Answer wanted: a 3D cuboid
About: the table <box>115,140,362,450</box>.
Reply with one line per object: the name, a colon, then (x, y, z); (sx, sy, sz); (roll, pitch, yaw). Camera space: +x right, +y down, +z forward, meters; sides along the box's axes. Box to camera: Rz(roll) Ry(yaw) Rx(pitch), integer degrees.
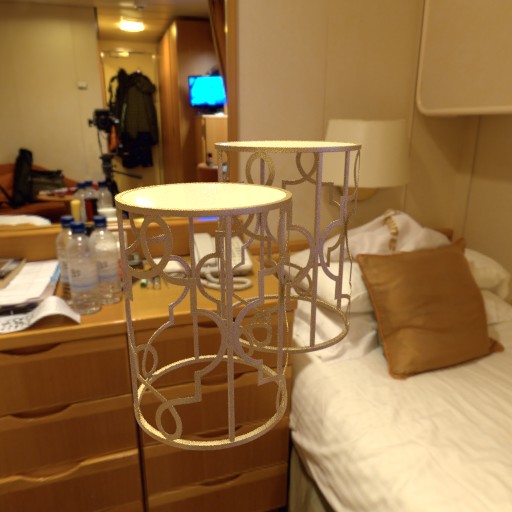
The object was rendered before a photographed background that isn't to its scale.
table: (0.000, 0.000, 1.180); (0.420, 0.564, 0.846); (8, 18, 24)
